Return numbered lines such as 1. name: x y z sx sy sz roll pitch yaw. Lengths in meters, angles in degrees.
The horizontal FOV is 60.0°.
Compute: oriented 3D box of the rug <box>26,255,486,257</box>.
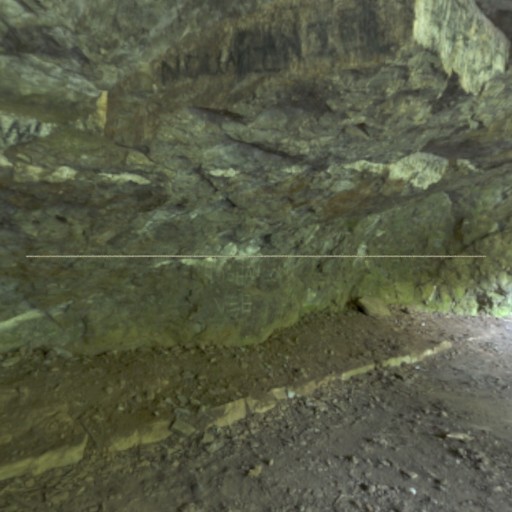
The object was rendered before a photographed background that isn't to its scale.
1. rug: 0.000 0.000 4.153 3.048 0.012 2.444 0 0 0
